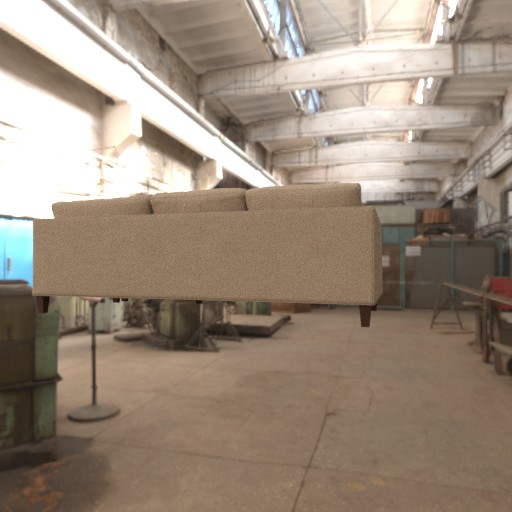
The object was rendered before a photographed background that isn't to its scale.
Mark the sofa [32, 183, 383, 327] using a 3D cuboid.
[{"bbox_3d":[0.000,0.000,4.350,2.432,0.863,3.182,0,-1,18],"label":"sofa"}]
